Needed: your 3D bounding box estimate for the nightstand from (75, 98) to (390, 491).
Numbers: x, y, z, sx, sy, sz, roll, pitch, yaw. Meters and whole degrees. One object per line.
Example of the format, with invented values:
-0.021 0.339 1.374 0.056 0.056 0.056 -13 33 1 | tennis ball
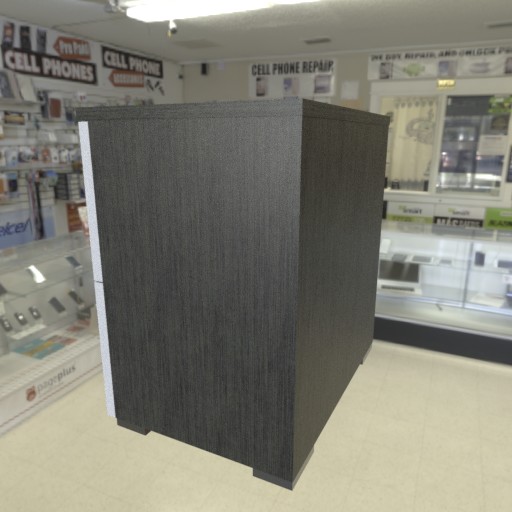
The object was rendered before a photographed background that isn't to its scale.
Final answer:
0.000 0.000 0.749 0.325 0.460 0.441 7 17 26 | nightstand
